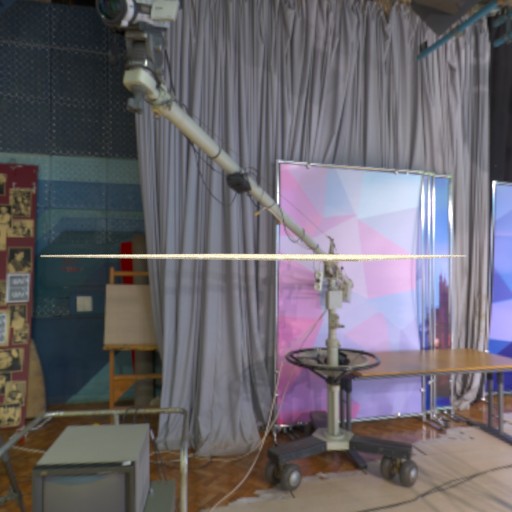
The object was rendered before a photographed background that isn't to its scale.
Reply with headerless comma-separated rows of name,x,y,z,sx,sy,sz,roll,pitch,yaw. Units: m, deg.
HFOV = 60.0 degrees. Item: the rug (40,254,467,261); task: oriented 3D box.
rug,0.000,0.000,3.832,2.894,0.013,2.286,0,1,37
